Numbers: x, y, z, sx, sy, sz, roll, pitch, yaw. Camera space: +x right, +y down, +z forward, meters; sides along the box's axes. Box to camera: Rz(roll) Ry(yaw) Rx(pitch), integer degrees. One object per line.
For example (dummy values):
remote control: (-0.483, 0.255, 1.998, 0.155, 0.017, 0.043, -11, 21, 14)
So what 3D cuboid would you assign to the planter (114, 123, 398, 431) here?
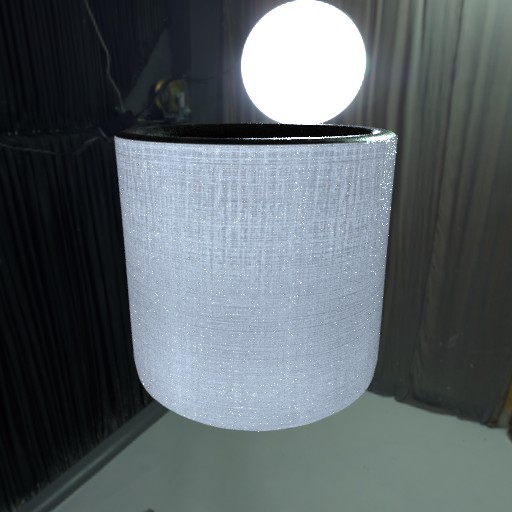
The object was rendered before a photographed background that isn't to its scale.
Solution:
planter: (0.000, 0.000, 0.282, 0.160, 0.156, 0.160, 0, 19, 0)
